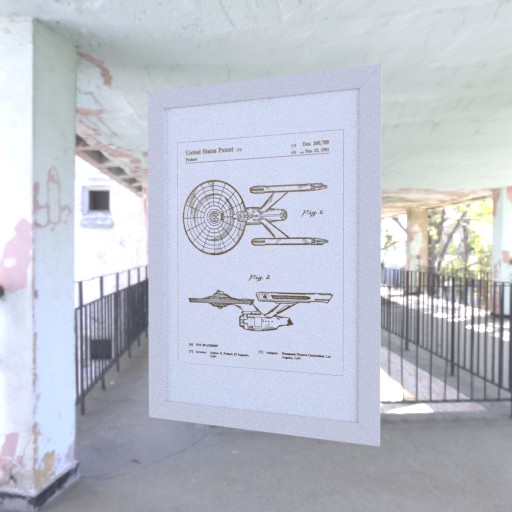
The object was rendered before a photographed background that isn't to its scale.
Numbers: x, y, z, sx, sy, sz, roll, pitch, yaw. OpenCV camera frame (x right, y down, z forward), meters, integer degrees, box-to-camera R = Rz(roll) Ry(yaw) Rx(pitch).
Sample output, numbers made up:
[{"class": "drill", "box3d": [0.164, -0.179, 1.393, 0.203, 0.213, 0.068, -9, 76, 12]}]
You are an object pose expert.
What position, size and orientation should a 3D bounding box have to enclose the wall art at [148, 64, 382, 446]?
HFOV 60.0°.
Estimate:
[{"class": "wall art", "box3d": [0.000, 0.000, 0.836, 0.454, 0.659, 0.011, 0, 1, 17]}]
